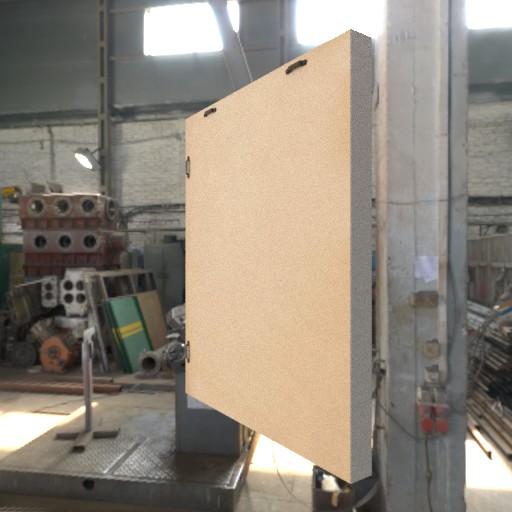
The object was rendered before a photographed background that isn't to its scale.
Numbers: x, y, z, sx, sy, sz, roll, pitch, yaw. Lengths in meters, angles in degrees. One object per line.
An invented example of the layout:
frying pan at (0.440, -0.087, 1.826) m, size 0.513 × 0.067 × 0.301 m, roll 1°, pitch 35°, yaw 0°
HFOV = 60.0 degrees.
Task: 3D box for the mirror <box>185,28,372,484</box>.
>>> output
mirror at (0.000, 0.000, 0.666) m, size 0.041 × 0.508 × 0.405 m, roll 0°, pitch 0°, yaw -36°
